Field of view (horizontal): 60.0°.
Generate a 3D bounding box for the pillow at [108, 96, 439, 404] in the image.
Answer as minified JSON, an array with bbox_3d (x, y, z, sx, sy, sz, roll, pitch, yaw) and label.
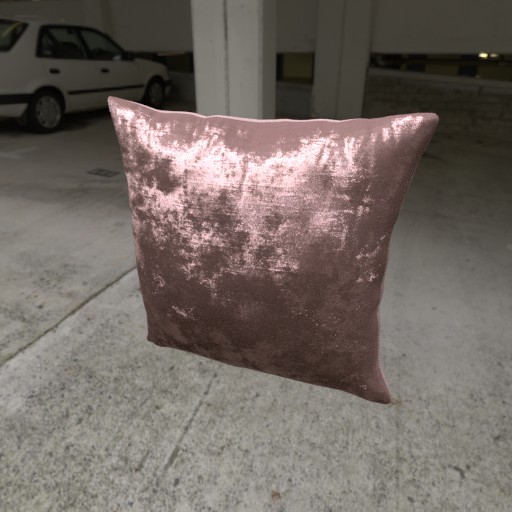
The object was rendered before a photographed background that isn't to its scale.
[{"bbox_3d":[0.000,0.000,0.701,0.470,0.464,0.175,9,27,18],"label":"pillow"}]
